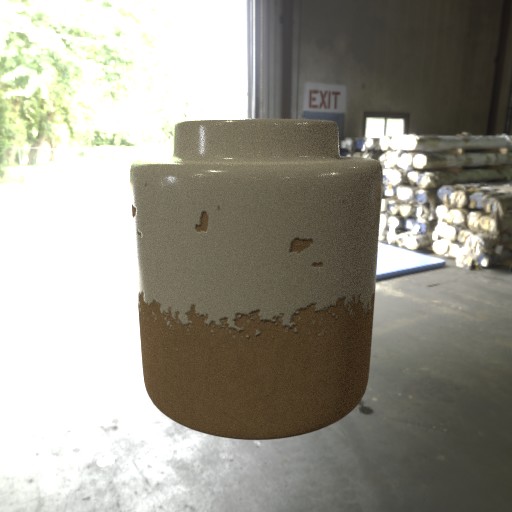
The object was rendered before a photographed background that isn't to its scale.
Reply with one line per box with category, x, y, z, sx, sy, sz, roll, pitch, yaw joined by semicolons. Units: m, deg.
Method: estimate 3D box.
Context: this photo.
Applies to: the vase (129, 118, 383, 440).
vase;0.000;0.000;0.289;0.153;0.167;0.153;0;15;0
